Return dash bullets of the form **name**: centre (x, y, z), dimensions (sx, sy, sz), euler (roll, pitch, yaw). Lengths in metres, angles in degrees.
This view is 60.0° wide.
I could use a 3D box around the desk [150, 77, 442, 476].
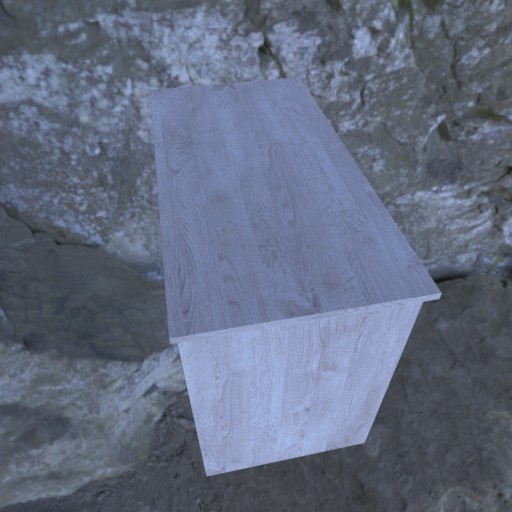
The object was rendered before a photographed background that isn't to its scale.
- **desk**: centre (0.000, 0.000, 1.517), dimensions (0.560, 0.735, 1.097), euler (-8, 45, -8)
